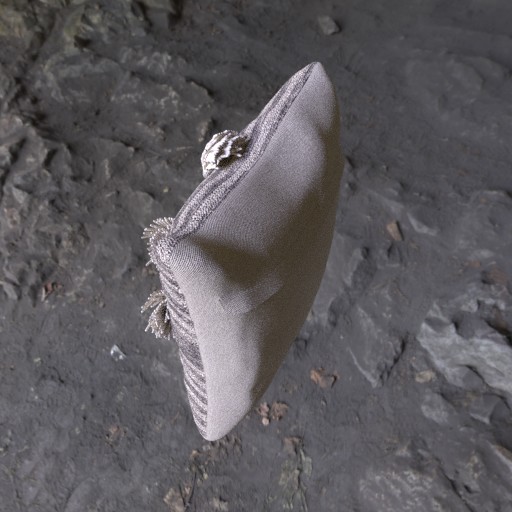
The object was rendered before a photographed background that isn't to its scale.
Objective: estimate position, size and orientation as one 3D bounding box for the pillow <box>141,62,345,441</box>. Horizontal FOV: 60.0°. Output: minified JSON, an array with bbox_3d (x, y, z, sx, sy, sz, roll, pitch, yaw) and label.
[{"bbox_3d":[0.000,0.000,0.766,0.234,0.490,0.484,18,50,16],"label":"pillow"}]
